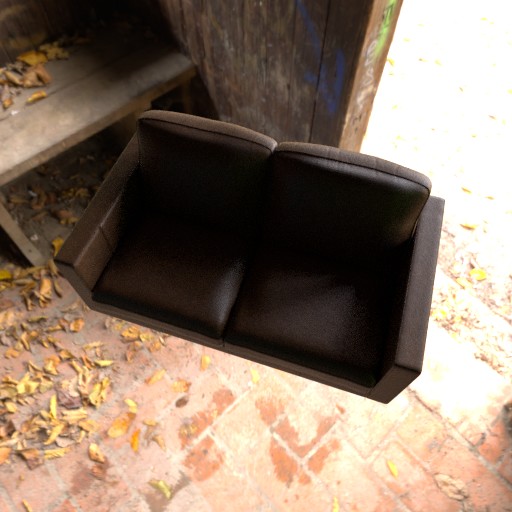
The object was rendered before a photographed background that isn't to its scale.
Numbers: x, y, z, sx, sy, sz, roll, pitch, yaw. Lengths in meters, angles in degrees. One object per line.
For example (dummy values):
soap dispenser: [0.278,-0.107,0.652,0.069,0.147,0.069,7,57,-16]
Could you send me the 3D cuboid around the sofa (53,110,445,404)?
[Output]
sofa: [0.000,0.000,2.157,1.578,0.951,0.909,16,60,9]
